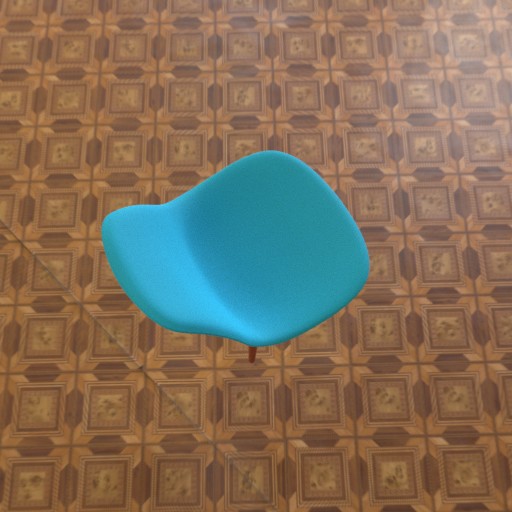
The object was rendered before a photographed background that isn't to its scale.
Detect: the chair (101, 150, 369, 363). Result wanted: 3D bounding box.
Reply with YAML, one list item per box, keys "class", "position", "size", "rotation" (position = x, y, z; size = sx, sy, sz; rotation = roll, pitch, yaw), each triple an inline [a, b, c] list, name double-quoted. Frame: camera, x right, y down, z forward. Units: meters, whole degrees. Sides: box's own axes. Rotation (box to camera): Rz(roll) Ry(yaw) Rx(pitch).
- class: "chair"
  position: [0.000, 0.000, 1.148]
  size: [0.533, 0.826, 0.470]
  rotation: [-33, 78, -8]
